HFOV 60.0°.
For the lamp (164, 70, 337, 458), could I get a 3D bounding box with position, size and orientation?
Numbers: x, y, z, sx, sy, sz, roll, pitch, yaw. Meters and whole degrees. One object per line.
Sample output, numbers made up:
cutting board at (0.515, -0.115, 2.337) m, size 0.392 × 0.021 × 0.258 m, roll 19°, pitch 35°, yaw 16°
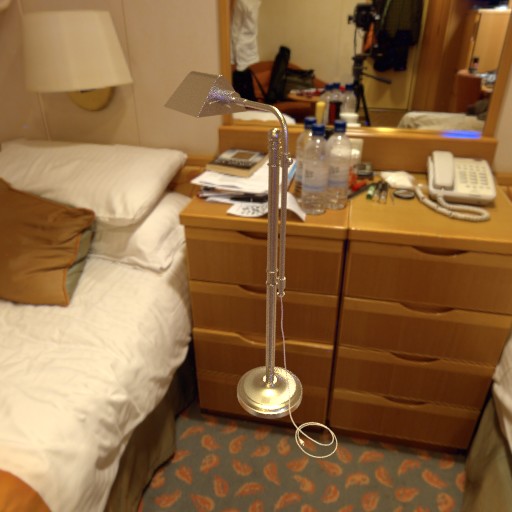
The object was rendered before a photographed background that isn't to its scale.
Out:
lamp at (0.000, 0.000, 0.959) m, size 0.159 × 0.708 × 0.546 m, roll -18°, pitch 33°, yaw -30°
